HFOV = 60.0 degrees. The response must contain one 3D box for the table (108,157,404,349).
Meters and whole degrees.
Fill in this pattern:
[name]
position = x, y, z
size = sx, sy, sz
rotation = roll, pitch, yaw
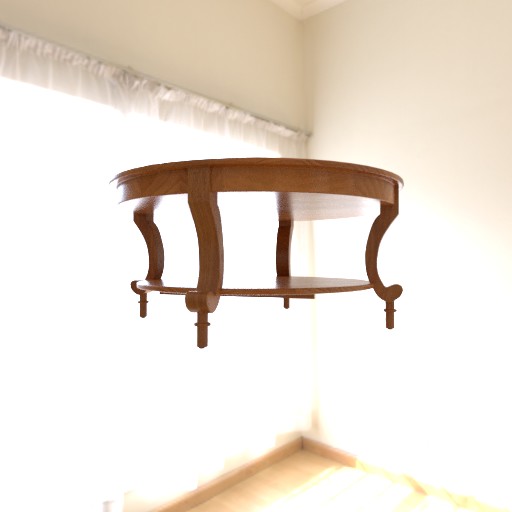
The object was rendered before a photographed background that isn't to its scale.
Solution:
[table]
position = 0.000, 0.000, 1.617
size = 1.029, 0.490, 1.029
rotation = 0, 0, 0
